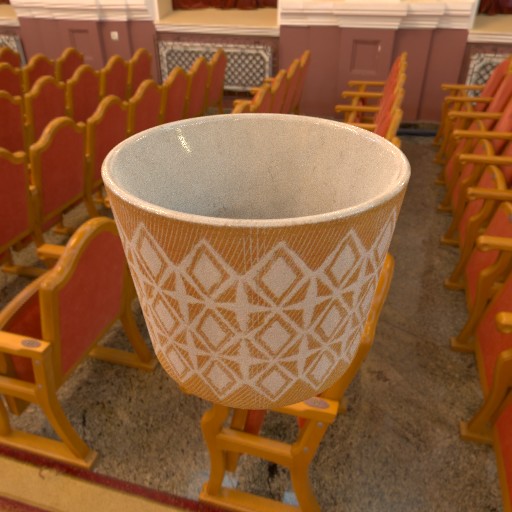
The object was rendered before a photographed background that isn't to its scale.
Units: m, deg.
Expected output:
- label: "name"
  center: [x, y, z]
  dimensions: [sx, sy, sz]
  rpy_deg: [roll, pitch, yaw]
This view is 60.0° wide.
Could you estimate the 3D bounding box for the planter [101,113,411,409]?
- label: "planter"
  center: [0.000, 0.000, 0.216]
  dimensions: [0.126, 0.104, 0.126]
  rpy_deg: [0, 33, 0]
